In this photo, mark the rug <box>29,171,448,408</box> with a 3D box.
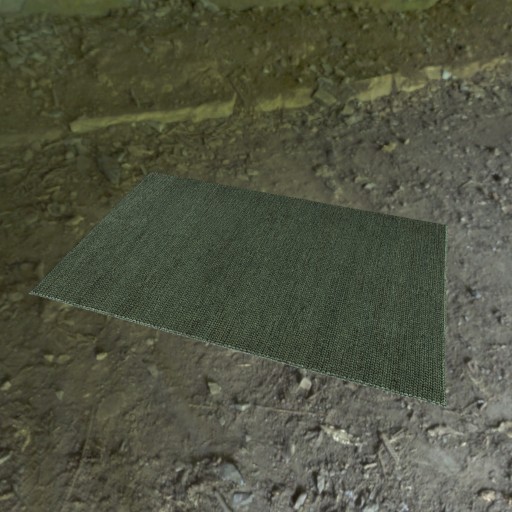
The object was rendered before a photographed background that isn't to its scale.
[{"bbox_3d":[0.000,0.000,2.977,2.443,0.021,1.538,12,42,14],"label":"rug"}]
